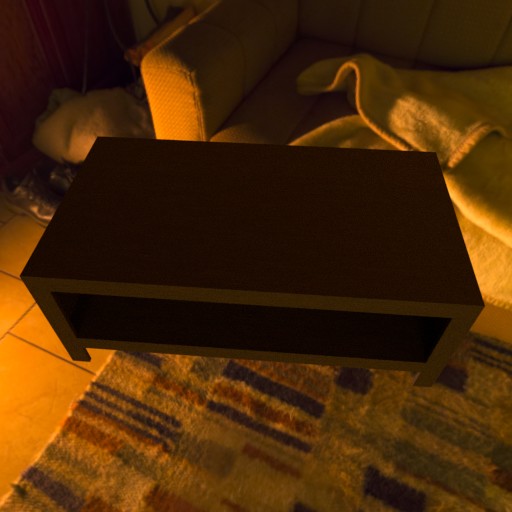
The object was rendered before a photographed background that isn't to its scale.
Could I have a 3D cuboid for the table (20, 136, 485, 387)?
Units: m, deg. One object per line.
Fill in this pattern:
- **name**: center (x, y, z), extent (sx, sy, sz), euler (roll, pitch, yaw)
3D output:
- **table**: center (0.000, 0.000, 1.398), extent (1.099, 0.424, 0.597), euler (3, 48, 3)
